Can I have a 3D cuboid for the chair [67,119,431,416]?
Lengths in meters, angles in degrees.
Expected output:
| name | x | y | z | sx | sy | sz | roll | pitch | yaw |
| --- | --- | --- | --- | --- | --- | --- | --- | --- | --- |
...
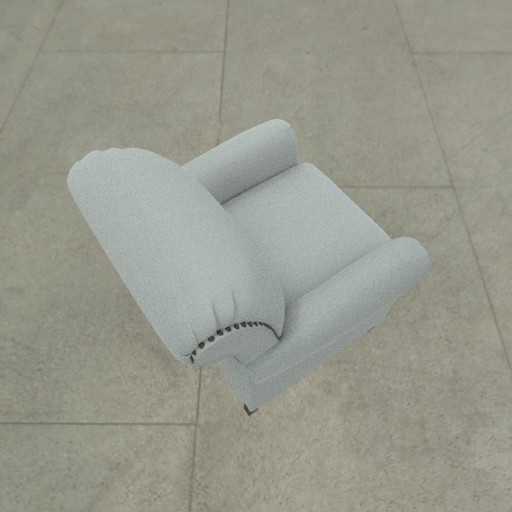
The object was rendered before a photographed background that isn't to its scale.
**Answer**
| name | x | y | z | sx | sy | sz | roll | pitch | yaw |
| --- | --- | --- | --- | --- | --- | --- | --- | --- | --- |
| chair | 0.000 | 0.000 | 1.562 | 0.890 | 0.927 | 0.854 | -30 | 62 | -18 |
